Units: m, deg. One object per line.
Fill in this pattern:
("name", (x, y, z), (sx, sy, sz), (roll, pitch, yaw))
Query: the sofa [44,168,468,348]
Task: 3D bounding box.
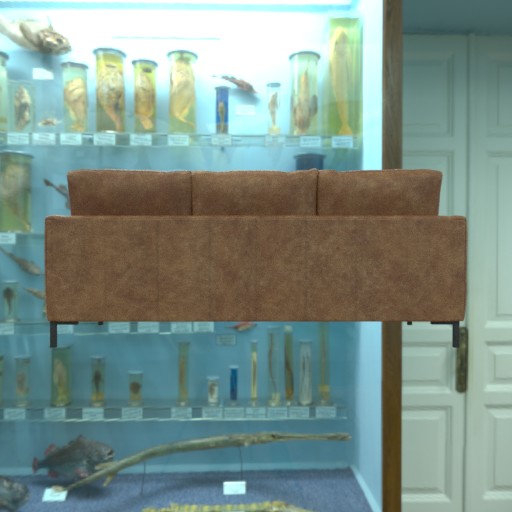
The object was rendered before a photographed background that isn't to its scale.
("sofa", (0.000, 0.000, 2.455), (2.029, 0.863, 0.748), (0, 1, 0))
